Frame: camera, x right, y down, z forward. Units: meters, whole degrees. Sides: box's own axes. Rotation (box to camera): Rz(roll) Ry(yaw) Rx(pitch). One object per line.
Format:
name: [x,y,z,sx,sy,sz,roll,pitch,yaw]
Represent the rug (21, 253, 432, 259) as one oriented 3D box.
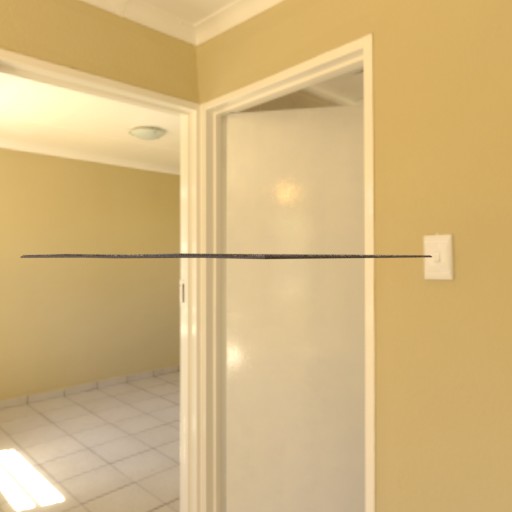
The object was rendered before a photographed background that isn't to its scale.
rug: [0.000,0.000,4.722,2.716,0.035,3.612,0,0,36]
